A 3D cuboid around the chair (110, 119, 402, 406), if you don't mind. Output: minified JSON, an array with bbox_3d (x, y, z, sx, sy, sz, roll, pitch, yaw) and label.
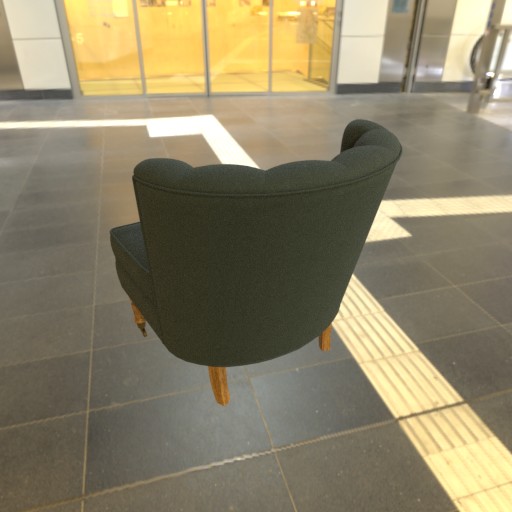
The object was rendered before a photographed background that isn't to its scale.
[{"bbox_3d":[0.000,0.000,1.355,0.740,0.771,0.718,-19,35,-30],"label":"chair"}]
